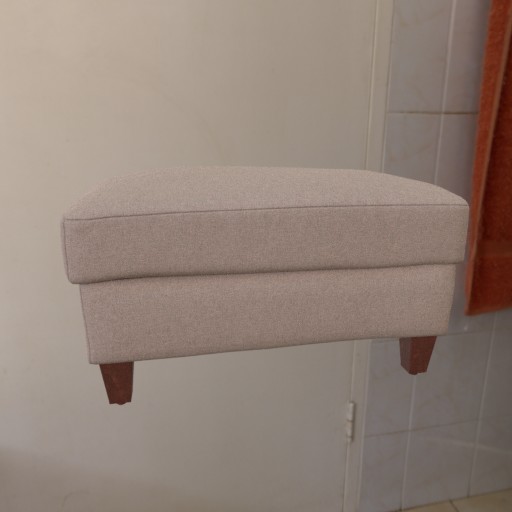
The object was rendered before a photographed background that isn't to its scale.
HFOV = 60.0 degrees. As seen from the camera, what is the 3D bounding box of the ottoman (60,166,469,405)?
[{"bbox_3d":[0.000,0.000,1.287,0.902,0.511,0.692,-3,16,-10],"label":"ottoman"}]
